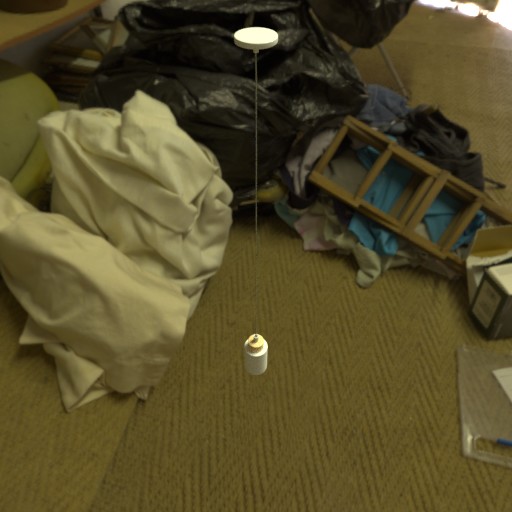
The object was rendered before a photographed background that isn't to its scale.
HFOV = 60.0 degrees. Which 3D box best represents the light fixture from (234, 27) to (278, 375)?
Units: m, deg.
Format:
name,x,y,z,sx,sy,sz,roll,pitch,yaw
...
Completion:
name,x,y,z,sx,sy,sz,roll,pitch,yaw
light fixture,0.000,0.000,1.902,0.125,1.798,0.125,-3,46,-3
